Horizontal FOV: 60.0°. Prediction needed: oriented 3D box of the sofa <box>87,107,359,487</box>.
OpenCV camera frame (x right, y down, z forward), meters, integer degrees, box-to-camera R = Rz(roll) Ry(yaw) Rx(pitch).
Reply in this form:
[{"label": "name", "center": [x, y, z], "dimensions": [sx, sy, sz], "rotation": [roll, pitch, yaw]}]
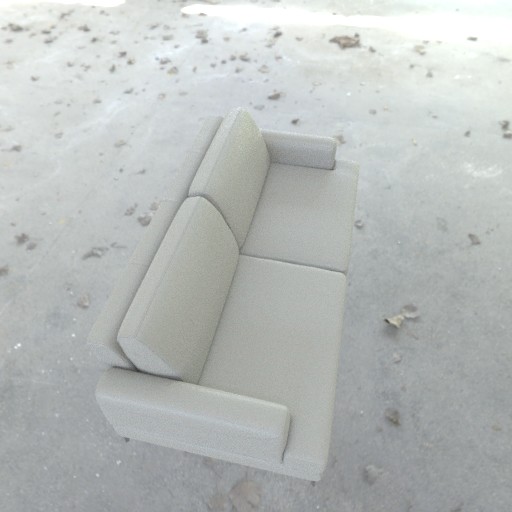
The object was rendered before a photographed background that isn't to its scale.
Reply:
[{"label": "sofa", "center": [0.000, 0.000, 2.335], "dimensions": [0.974, 0.765, 1.940], "rotation": [9, 49, 8]}]
